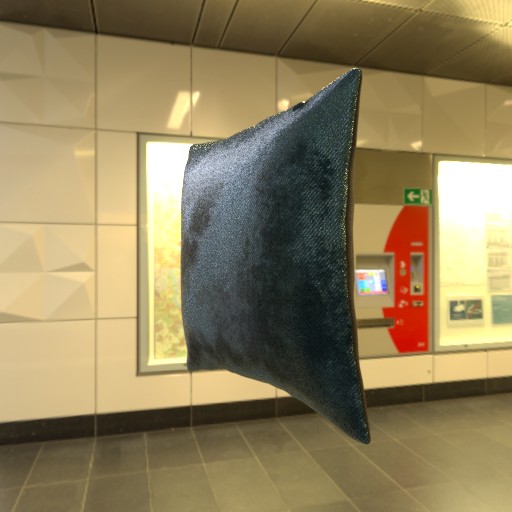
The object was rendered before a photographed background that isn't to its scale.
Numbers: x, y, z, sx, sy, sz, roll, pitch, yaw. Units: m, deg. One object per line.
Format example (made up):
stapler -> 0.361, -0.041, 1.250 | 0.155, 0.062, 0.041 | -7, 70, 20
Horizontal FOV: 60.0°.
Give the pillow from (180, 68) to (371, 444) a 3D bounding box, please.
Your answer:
pillow -> 0.000, 0.000, 0.665 | 0.138, 0.430, 0.436 | 0, 0, -35
